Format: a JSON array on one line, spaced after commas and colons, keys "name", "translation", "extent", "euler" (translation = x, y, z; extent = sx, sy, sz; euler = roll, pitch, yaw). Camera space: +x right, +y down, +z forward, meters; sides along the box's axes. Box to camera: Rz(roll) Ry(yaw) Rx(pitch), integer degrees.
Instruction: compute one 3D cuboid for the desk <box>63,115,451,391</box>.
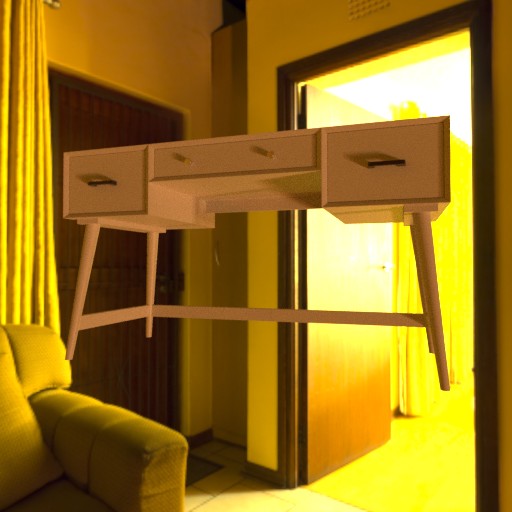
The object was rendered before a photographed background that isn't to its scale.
[{"name": "desk", "translation": [0.000, 0.000, 1.685], "extent": [1.313, 0.762, 0.589], "euler": [0, -1, 18]}]
